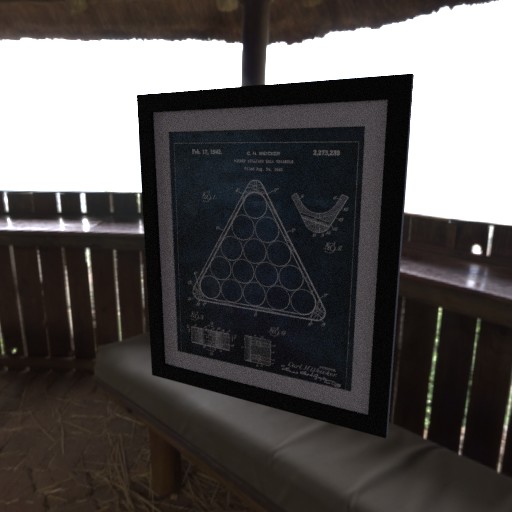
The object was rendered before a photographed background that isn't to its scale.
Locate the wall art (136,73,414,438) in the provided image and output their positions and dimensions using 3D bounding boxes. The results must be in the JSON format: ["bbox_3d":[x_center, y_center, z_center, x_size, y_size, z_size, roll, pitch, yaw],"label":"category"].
[{"bbox_3d":[0.000,0.000,0.499,0.311,0.361,0.010,6,14,26],"label":"wall art"}]
